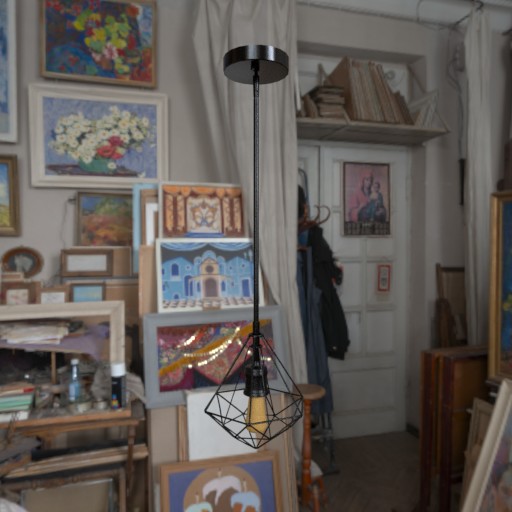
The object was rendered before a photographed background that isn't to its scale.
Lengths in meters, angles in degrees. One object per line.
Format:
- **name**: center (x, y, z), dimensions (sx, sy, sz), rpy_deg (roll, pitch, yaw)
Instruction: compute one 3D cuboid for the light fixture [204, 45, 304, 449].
- **light fixture**: center (0.000, 0.000, 2.010), dimensions (0.487, 1.764, 0.431), rpy_deg (1, 2, 37)
